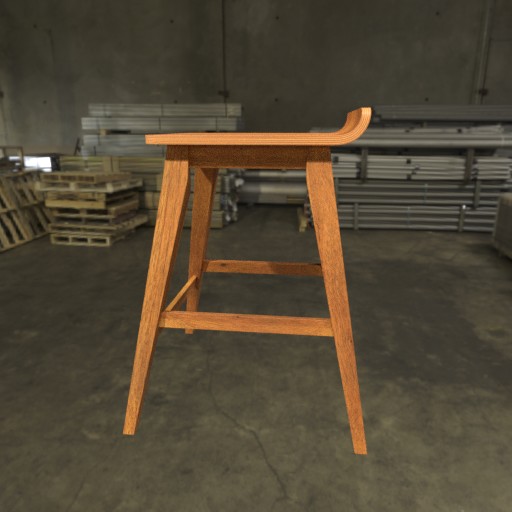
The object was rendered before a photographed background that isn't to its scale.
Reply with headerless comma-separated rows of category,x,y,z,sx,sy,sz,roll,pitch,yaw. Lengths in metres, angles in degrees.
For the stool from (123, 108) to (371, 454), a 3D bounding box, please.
stool,0.000,0.000,1.047,0.500,0.650,0.500,2,16,7
